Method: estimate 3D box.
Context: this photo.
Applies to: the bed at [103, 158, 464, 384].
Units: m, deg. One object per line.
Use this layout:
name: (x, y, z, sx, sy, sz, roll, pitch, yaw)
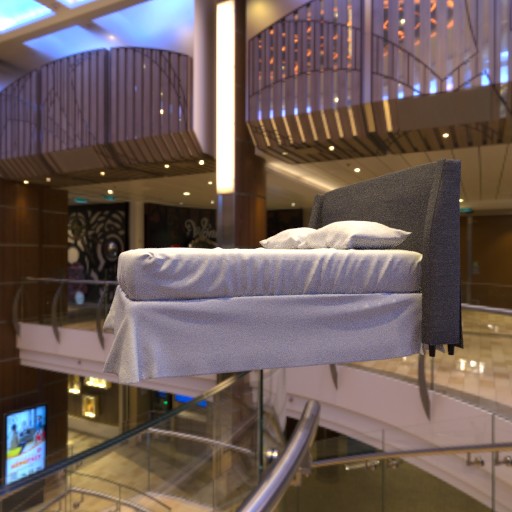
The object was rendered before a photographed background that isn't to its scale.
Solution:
bed: (0.000, 0.000, 3.478, 2.276, 1.332, 1.925, 0, 0, -19)
